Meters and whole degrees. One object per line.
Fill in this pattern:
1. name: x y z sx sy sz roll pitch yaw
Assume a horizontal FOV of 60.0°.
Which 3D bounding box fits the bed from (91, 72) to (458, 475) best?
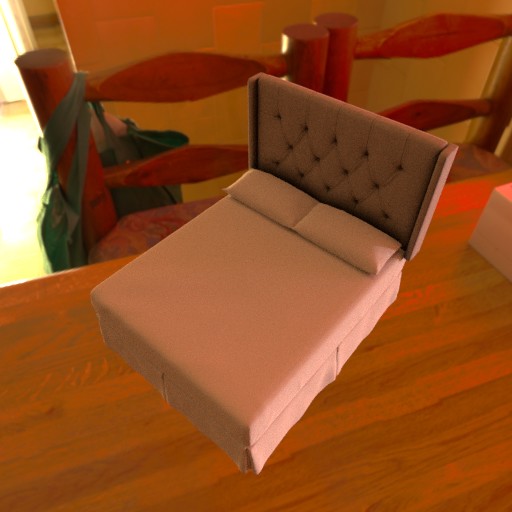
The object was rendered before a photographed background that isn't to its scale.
1. bed: 0.000 0.000 3.320 1.719 1.665 2.066 32 54 27
